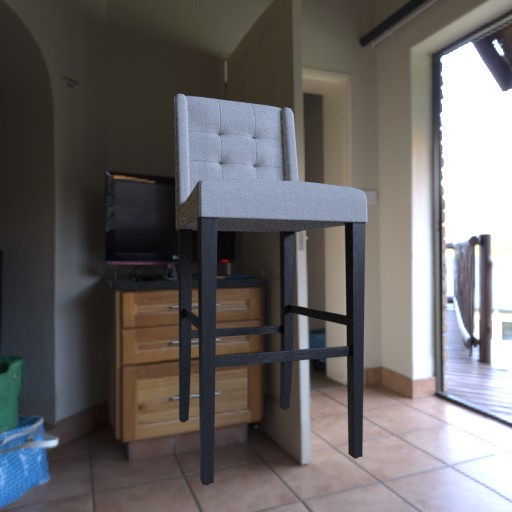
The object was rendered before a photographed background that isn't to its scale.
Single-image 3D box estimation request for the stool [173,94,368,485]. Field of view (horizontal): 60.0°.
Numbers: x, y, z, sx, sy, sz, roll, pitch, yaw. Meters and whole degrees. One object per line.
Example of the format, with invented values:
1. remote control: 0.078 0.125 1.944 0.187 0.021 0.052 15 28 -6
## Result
1. stool: 0.000 0.000 1.373 0.474 1.116 0.509 0 -1 -20
